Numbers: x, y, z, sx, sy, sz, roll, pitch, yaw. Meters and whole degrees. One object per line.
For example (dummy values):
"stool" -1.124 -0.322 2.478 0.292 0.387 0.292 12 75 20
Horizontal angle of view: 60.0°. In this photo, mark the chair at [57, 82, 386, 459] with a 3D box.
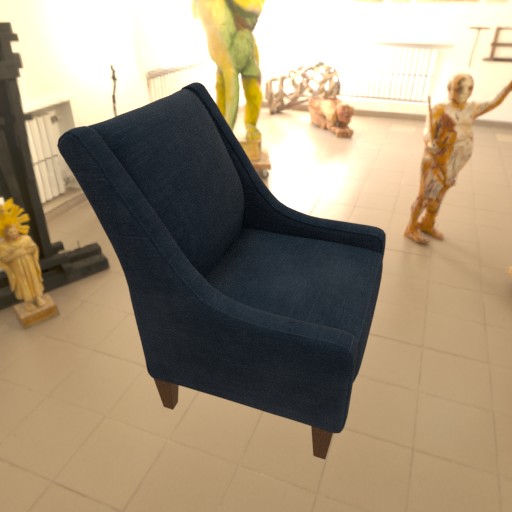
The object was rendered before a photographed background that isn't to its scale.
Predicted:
"chair" 0.000 0.000 1.589 0.870 1.014 0.774 11 33 17
